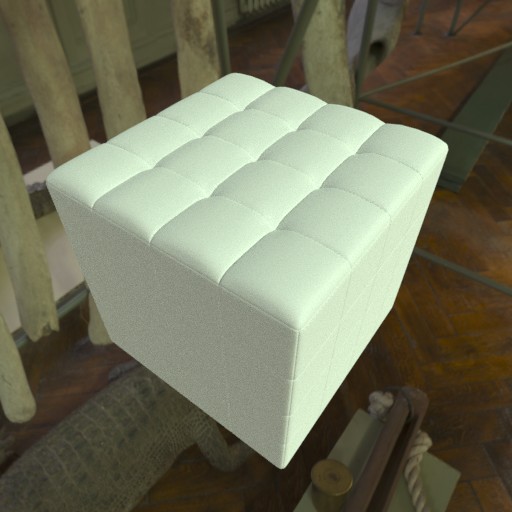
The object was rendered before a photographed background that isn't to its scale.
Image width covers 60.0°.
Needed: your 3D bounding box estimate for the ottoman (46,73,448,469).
[{"bbox_3d":[0.000,0.000,0.786,0.425,0.432,0.425,28,52,25],"label":"ottoman"}]
